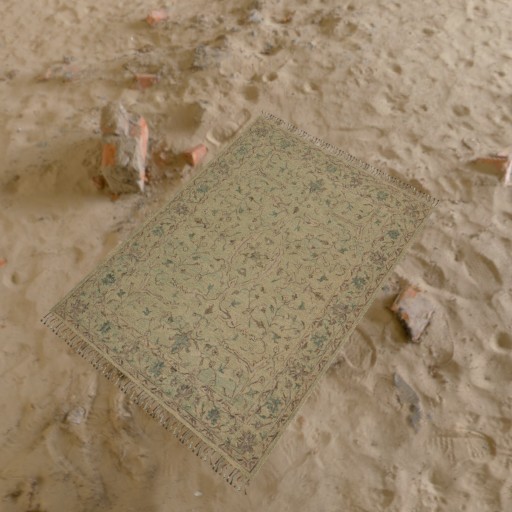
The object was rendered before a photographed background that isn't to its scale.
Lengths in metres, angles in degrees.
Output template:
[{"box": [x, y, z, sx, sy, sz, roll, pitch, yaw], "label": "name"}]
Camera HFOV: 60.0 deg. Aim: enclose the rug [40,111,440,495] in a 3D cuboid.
[{"box": [0.000, 0.000, 2.284, 1.247, 0.008, 1.802, 33, 64, 18], "label": "rug"}]
